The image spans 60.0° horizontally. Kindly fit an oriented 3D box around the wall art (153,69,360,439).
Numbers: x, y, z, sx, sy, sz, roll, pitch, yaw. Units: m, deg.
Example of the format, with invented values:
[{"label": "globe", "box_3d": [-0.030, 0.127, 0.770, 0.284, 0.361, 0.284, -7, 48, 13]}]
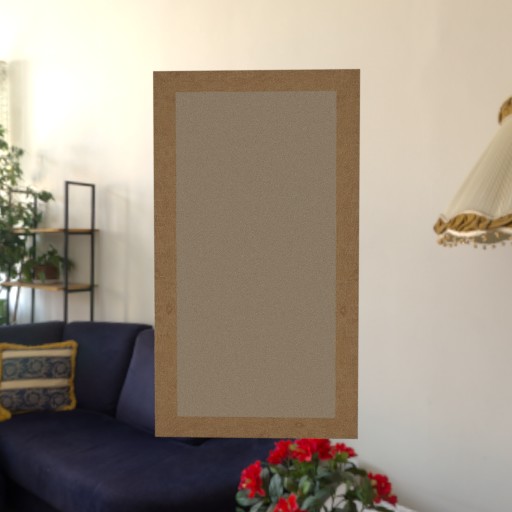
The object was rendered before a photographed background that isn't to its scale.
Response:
[{"label": "wall art", "box_3d": [0.000, 0.000, 0.830, 0.381, 0.683, 0.013, 0, 2, 2]}]
